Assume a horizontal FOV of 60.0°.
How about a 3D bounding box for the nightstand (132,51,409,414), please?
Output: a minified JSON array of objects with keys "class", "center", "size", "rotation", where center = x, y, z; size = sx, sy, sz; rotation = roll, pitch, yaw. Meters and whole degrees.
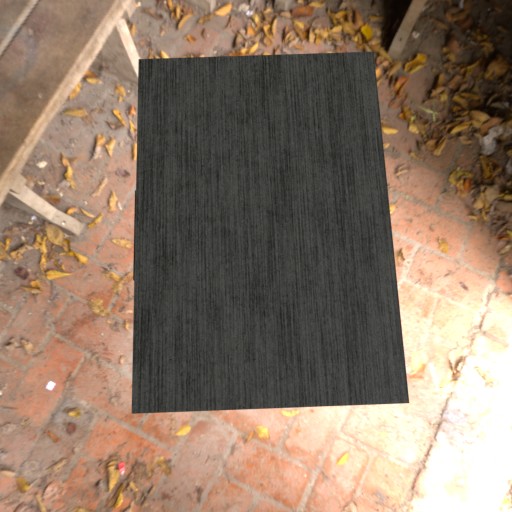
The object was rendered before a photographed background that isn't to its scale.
[{"class":"nightstand","center":[0.000,0.000,0.761],"size":[0.325,0.460,0.441],"rotation":[-2,78,0]}]
